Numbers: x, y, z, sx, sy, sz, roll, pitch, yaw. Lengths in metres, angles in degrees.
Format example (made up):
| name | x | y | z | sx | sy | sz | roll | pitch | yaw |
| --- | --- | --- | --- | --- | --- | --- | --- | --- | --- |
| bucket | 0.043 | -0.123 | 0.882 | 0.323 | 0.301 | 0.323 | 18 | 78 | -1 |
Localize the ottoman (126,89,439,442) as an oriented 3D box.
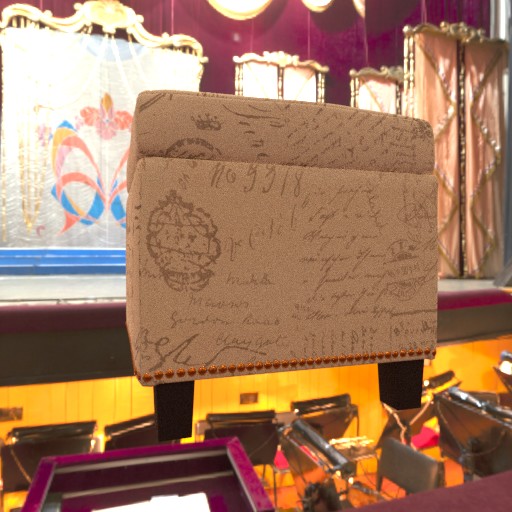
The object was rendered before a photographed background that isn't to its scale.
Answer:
| name | x | y | z | sx | sy | sz | roll | pitch | yaw |
| --- | --- | --- | --- | --- | --- | --- | --- | --- | --- |
| ottoman | 0.000 | 0.000 | 0.809 | 0.449 | 0.457 | 0.450 | 0 | 0 | -18 |
